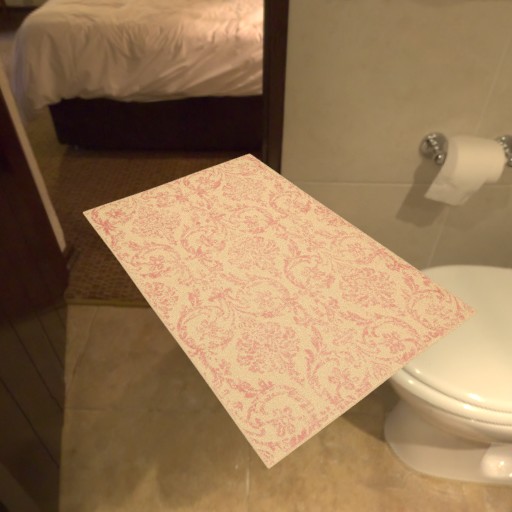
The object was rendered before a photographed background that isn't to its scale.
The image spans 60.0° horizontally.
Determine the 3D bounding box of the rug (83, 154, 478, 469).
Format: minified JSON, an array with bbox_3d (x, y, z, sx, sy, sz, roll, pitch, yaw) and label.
[{"bbox_3d":[0.000,0.000,3.503,1.819,0.018,2.746,-26,48,-26],"label":"rug"}]
